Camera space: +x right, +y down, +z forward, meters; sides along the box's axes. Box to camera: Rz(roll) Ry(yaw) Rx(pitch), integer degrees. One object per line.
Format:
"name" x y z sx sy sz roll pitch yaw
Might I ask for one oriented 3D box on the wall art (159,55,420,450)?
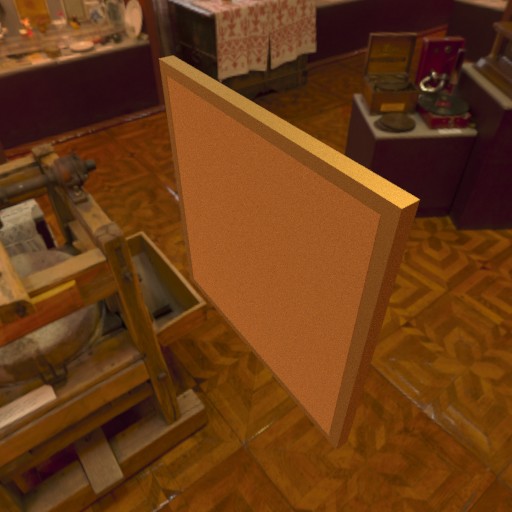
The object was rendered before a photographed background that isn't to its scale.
"wall art" 0.000 0.000 2.829 0.099 1.926 1.926 -26 48 -26
